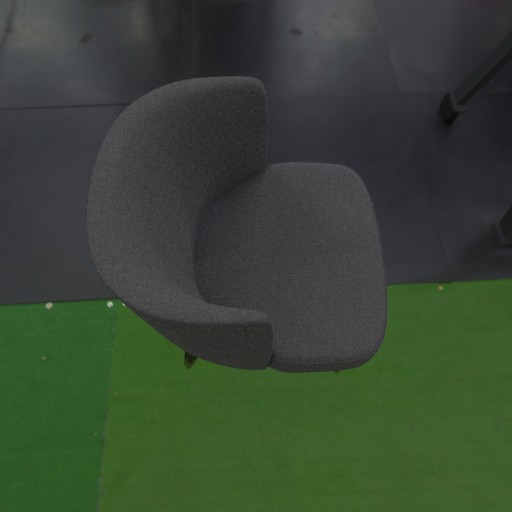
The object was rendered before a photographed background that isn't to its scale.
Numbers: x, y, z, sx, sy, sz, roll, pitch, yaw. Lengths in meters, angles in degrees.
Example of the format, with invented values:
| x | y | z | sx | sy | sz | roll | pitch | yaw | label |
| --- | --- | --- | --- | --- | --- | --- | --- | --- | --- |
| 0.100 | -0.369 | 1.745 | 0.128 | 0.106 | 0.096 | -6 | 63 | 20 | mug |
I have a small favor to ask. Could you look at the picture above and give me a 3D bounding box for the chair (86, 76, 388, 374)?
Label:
| x | y | z | sx | sy | sz | roll | pitch | yaw | label |
| --- | --- | --- | --- | --- | --- | --- | --- | --- | --- |
| 0.000 | 0.000 | 1.237 | 0.698 | 0.695 | 0.639 | 0 | 63 | 0 | chair |
